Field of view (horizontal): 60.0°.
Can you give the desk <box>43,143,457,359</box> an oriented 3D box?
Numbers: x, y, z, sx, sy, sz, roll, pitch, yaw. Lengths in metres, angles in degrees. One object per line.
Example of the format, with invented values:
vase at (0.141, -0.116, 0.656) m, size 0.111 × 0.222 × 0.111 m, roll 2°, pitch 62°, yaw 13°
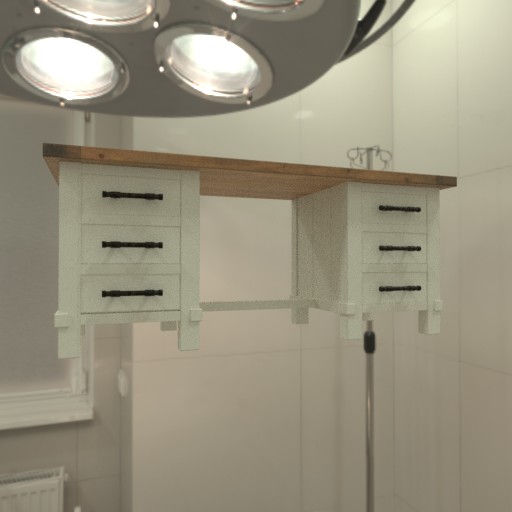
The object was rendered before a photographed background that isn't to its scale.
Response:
desk at (0.000, 0.000, 2.148) m, size 1.803 × 0.760 × 0.688 m, roll 0°, pitch -1°, yaw -19°
